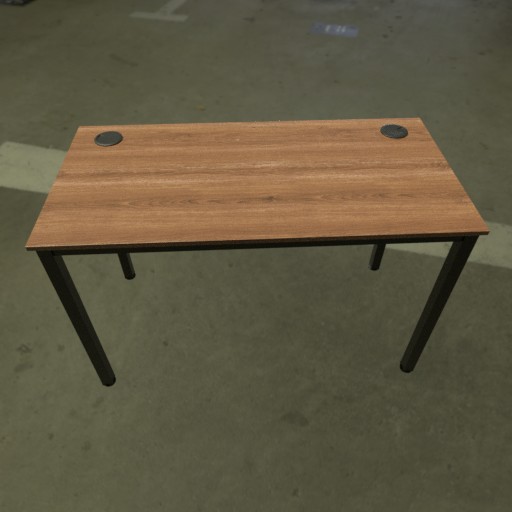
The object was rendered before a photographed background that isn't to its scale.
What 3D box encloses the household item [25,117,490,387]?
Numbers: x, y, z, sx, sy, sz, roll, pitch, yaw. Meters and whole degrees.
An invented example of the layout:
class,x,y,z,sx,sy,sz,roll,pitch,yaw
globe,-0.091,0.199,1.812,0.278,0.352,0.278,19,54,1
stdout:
class,x,y,z,sx,sy,sz,roll,pitch,yaw
household item,0.000,0.000,1.615,1.200,0.750,0.600,-2,46,-2
